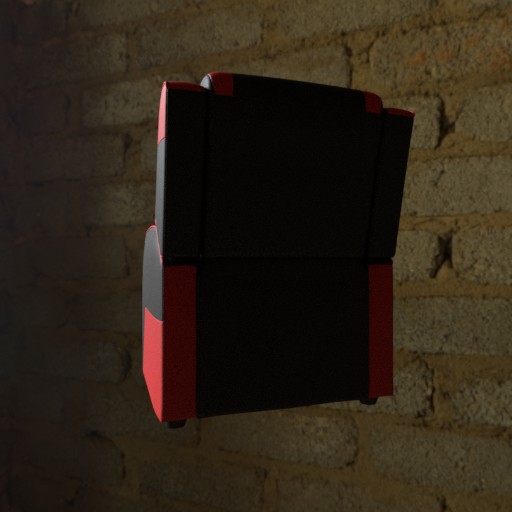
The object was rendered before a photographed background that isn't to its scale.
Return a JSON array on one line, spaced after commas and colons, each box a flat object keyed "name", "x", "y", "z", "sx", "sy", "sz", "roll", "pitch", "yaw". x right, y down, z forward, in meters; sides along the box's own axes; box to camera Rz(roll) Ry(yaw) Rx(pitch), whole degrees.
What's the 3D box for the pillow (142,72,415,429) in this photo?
[{"name": "pillow", "x": 0.000, "y": 0.000, "z": 1.307, "sx": 0.620, "sy": 0.805, "sz": 0.672, "roll": 0, "pitch": 0, "yaw": -18}]
